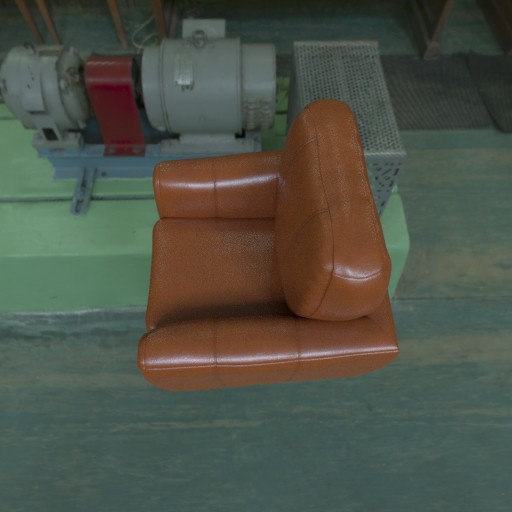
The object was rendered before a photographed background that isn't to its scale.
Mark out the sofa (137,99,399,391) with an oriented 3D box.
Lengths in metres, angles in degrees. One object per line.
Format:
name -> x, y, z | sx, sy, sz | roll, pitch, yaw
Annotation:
sofa -> 0.000, 0.000, 1.547 | 0.789, 0.876, 0.836 | -3, 59, -2
